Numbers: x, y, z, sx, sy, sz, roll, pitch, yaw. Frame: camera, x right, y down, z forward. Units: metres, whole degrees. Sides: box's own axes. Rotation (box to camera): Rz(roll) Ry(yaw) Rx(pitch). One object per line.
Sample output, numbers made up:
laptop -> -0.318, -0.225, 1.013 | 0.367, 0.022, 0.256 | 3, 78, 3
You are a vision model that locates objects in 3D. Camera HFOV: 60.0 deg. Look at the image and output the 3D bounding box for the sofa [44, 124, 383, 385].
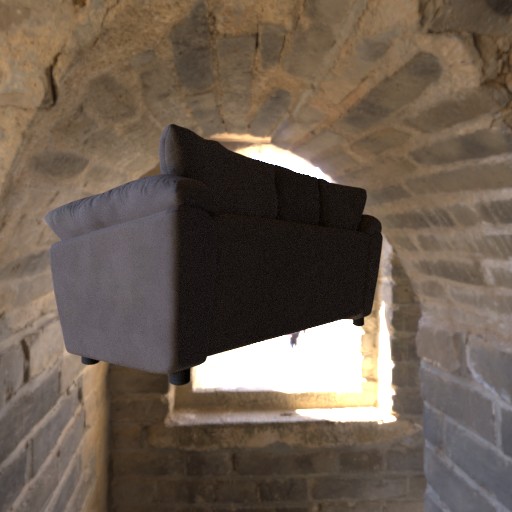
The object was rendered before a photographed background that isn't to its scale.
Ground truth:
sofa -> 0.000, 0.000, 2.793 | 0.878, 1.073, 2.336 | 0, 0, 35
